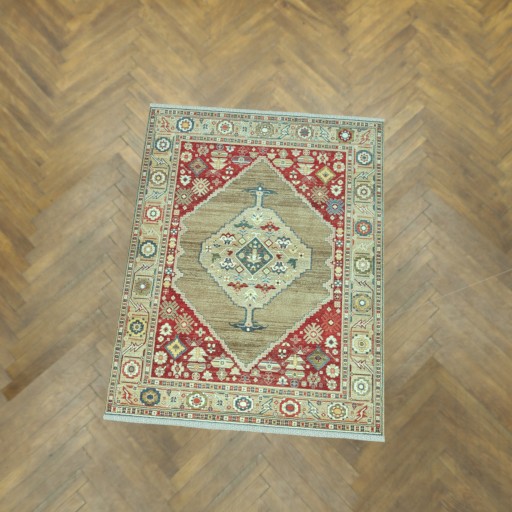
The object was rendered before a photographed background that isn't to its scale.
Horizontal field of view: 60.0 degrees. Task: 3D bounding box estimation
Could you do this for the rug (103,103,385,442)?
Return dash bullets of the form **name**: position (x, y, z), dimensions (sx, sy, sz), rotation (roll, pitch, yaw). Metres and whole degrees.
- **rug**: position (0.000, 0.000, 4.225), dimensions (2.451, 0.008, 3.143), rotation (4, 76, 1)
